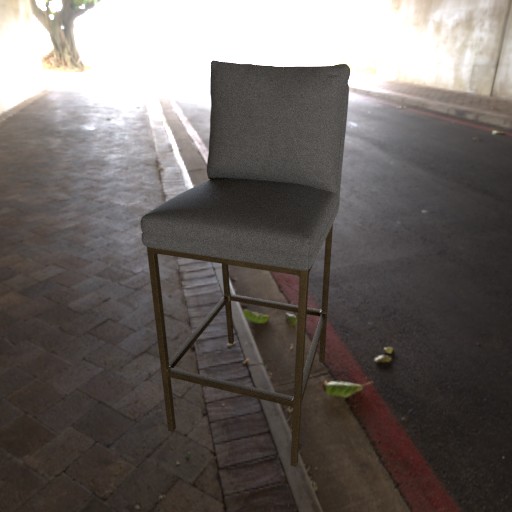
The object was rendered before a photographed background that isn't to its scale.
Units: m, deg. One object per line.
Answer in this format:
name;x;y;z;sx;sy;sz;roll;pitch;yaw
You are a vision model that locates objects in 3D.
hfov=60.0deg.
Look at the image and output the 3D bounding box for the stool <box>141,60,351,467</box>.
stool;0.000;0.000;1.413;0.463;1.130;0.569;8;27;17
